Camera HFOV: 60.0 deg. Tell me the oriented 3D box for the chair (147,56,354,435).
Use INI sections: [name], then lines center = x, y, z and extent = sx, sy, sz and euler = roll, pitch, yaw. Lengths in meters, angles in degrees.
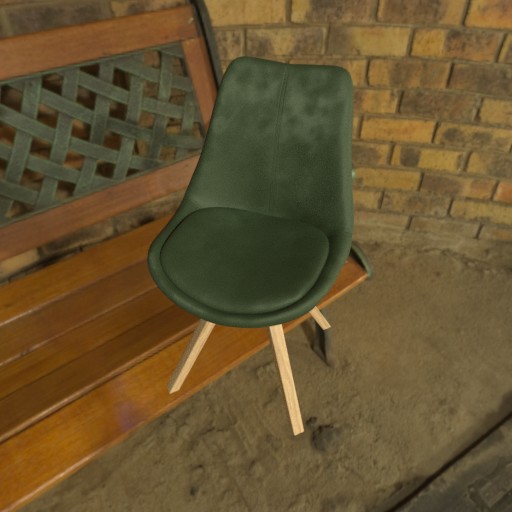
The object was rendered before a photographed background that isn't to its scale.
[chair]
center = 0.000, 0.000, 1.198
extent = 0.483, 0.865, 0.547
euler = 13, 42, 15
